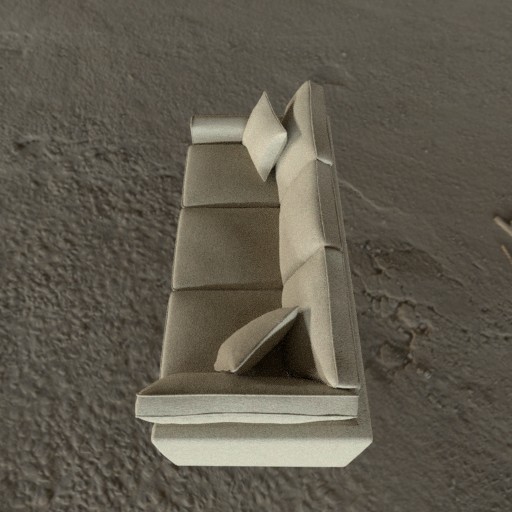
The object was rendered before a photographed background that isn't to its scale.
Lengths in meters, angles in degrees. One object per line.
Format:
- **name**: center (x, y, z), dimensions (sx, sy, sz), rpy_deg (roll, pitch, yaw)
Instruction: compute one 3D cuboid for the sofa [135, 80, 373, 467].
- **sofa**: center (0.000, 0.000, 2.793), dimensions (1.061, 0.962, 2.317), rpy_deg (0, 57, 0)
